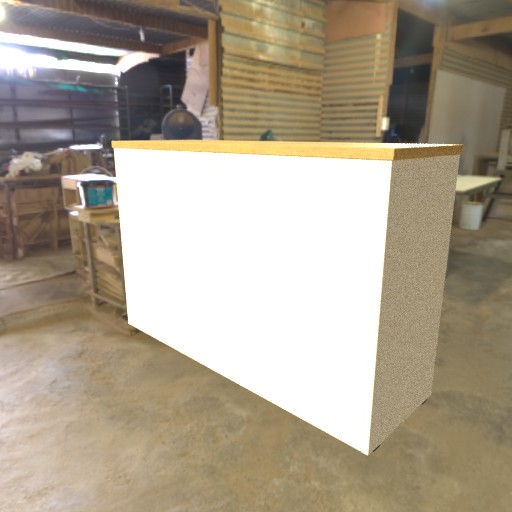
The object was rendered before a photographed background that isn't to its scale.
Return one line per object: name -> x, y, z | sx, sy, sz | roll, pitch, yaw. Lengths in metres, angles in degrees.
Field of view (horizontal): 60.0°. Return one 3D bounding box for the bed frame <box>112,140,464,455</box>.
bed frame -> 0.000, 0.000, 1.713 | 1.300, 0.850, 0.430 | 15, 21, 42
